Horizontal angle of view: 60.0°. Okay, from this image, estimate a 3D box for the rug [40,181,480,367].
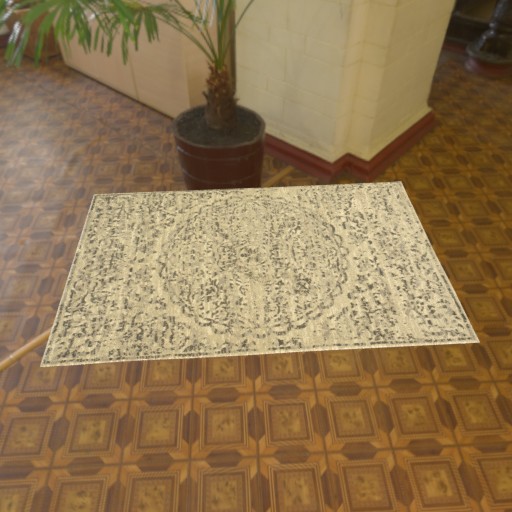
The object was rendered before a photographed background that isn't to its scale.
[{"bbox_3d":[0.000,0.000,2.992,2.447,0.021,1.527,-3,45,-3],"label":"rug"}]
